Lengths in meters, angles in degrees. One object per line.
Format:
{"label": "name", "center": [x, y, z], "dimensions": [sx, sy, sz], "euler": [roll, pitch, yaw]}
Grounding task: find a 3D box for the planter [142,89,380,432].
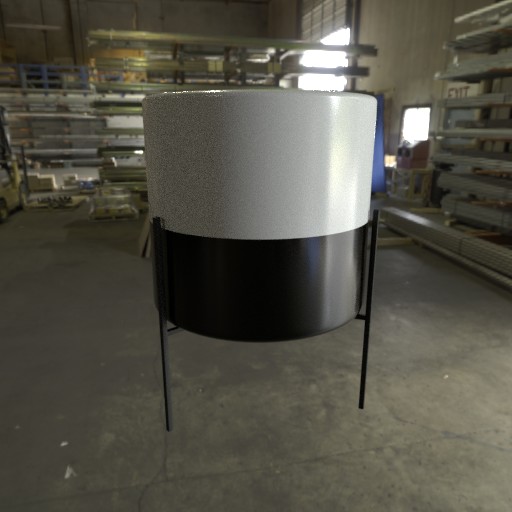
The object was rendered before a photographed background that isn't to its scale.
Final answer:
{"label": "planter", "center": [0.000, 0.000, 0.643], "dimensions": [0.310, 0.432, 0.310], "euler": [-8, 18, -24]}
